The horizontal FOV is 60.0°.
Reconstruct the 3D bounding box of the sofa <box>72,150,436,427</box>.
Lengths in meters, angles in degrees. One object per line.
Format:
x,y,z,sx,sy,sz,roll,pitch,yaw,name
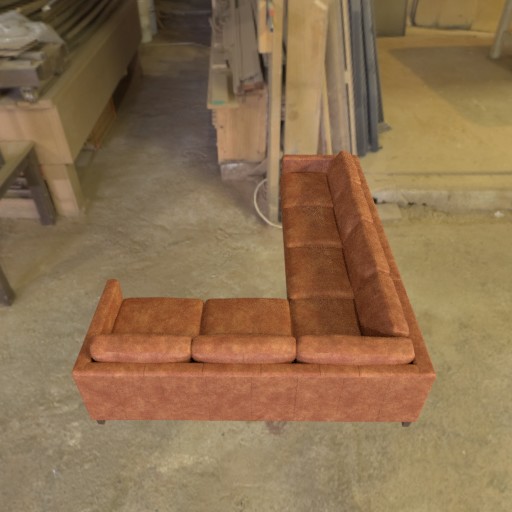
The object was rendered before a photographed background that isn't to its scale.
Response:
0.000,0.000,4.300,2.438,0.838,3.167,0,40,0,sofa
